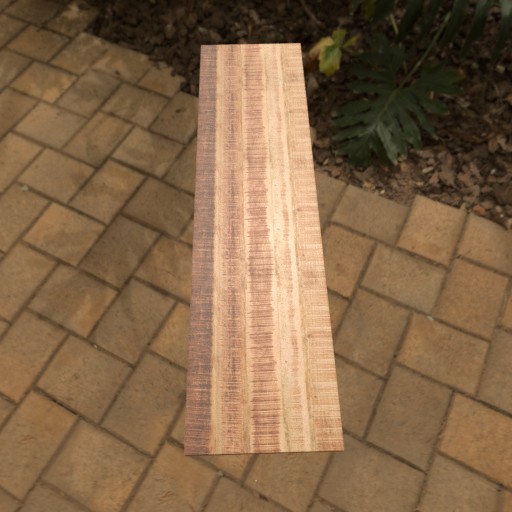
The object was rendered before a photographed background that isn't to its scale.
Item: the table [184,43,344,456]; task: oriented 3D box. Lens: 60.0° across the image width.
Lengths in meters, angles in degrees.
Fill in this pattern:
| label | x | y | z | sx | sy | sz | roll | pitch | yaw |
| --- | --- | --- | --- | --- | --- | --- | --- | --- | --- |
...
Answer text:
| label | x | y | z | sx | sy | sz | roll | pitch | yaw |
| --- | --- | --- | --- | --- | --- | --- | --- | --- | --- |
| table | 0.000 | 0.000 | 1.823 | 0.405 | 0.810 | 1.524 | -1 | 63 | -1 |
